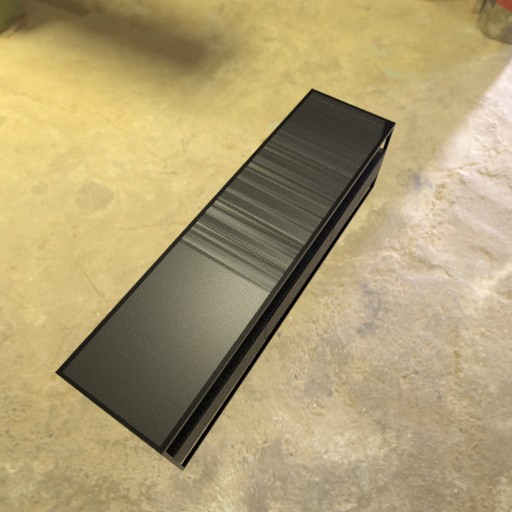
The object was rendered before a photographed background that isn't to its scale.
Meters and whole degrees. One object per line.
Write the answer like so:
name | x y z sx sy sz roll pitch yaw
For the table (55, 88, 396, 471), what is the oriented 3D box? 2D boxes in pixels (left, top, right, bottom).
table | 0.000 0.000 1.701 0.399 0.395 1.486 29 63 17
